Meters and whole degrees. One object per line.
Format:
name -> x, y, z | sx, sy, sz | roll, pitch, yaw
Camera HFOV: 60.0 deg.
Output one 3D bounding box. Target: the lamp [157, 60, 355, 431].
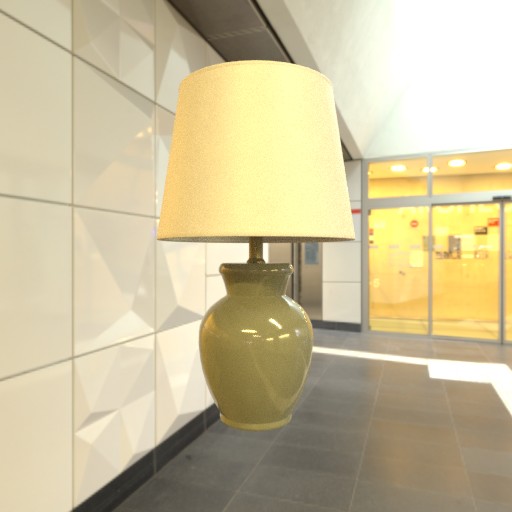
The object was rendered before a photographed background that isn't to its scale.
lamp -> 0.000, 0.000, 0.546 | 0.239, 0.399, 0.239 | 0, 0, 0
